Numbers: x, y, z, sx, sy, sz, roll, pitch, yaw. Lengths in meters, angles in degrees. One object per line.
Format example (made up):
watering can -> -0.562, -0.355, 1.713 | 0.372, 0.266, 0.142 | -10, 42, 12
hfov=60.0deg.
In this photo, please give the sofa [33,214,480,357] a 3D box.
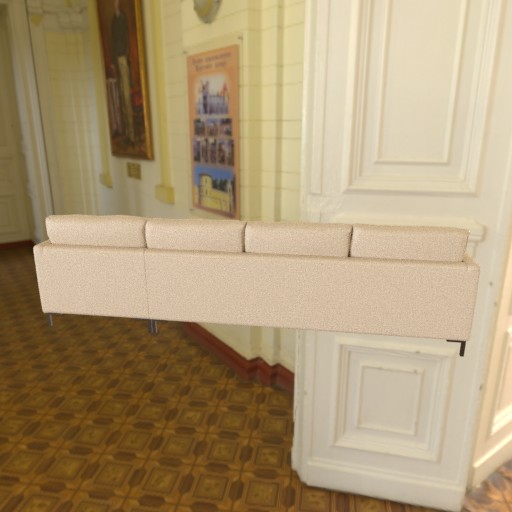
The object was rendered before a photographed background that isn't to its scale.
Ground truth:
sofa -> 0.000, 0.000, 3.246 | 2.731, 0.755, 1.258 | 3, 17, 8
